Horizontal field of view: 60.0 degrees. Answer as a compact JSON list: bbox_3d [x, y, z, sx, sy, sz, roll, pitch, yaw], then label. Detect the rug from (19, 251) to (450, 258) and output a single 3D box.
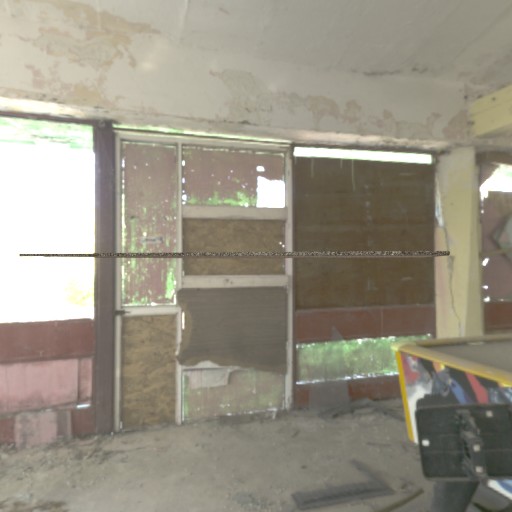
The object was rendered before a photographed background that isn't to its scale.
[{"bbox_3d":[0.000,0.000,4.023,3.000,0.025,2.401,0,-1,18],"label":"rug"}]
